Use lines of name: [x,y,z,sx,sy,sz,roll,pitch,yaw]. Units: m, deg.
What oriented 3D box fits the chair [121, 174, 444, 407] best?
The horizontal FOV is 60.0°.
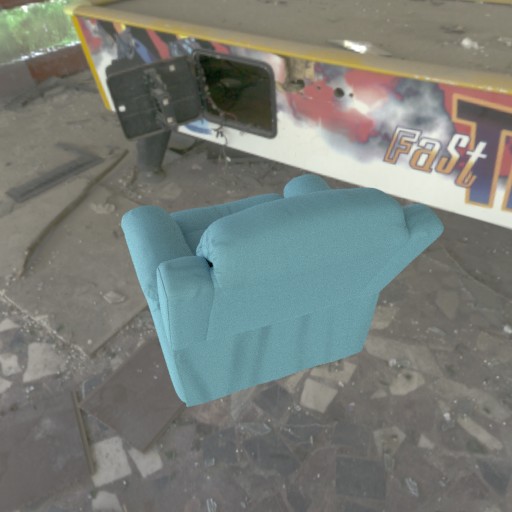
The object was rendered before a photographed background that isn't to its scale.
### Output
chair: [0.000,0.000,1.260,0.680,0.702,0.709,-13,42,-15]
